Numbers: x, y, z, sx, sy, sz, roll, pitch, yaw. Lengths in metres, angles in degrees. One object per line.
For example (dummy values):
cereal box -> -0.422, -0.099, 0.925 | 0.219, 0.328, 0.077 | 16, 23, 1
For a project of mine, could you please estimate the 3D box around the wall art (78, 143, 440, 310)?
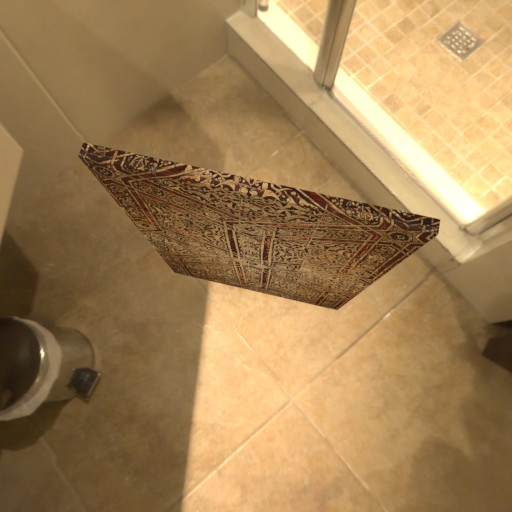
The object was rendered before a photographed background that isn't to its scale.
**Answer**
wall art -> 0.000, 0.000, 0.768 | 0.397, 0.599, 0.020 | 13, 76, 3
